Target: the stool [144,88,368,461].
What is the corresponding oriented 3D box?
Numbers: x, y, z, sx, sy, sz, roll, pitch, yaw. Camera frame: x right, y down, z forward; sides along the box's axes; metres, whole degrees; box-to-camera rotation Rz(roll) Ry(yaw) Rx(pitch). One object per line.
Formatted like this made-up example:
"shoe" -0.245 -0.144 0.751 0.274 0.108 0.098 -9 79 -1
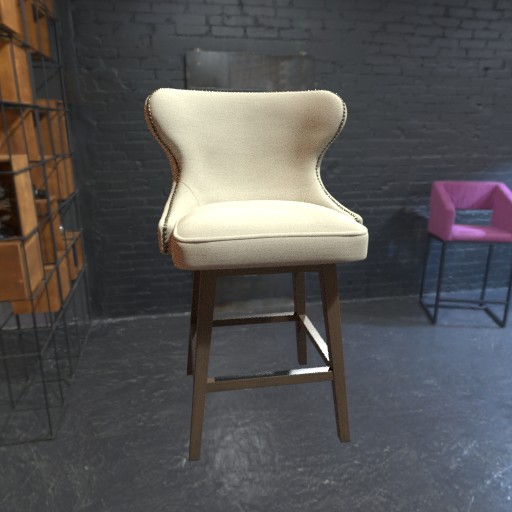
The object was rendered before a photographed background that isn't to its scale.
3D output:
"stool" 0.000 0.000 1.334 0.615 0.972 0.597 -3 17 -9
